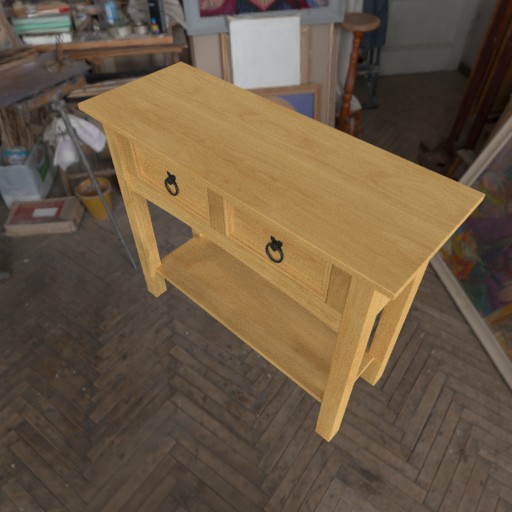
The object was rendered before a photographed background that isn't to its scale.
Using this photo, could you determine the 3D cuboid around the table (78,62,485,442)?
[{"bbox_3d":[0.000,0.000,1.246,0.900,0.728,0.340,34,55,28],"label":"table"}]
